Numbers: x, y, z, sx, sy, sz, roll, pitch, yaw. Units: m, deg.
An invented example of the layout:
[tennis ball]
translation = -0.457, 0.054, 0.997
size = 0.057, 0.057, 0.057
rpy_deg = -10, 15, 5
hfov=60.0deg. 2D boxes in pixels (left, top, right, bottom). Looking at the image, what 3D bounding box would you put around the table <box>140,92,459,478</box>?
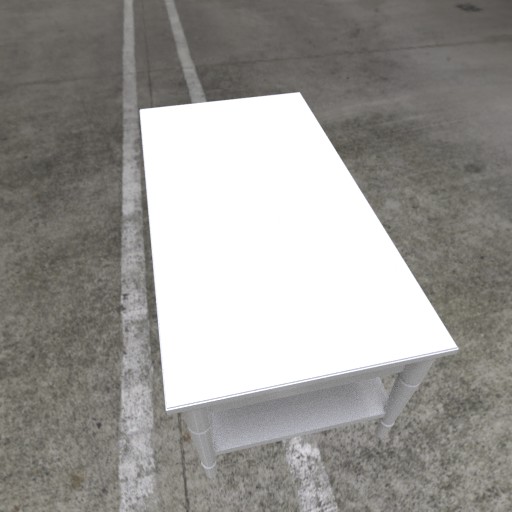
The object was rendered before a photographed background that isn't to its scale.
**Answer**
[table]
translation = 0.000, 0.000, 1.329
size = 0.559, 0.457, 1.067
rpy_deg = -9, 47, -9
